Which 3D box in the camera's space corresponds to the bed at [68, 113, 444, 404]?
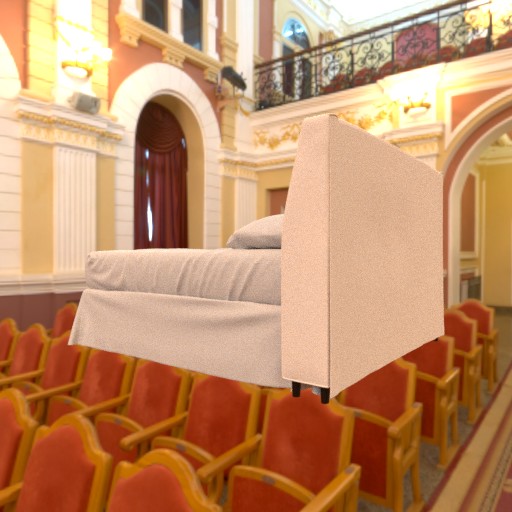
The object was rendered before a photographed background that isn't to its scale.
[{"bbox_3d":[0.000,0.000,3.391,2.276,1.332,1.925,0,0,37],"label":"bed"}]
